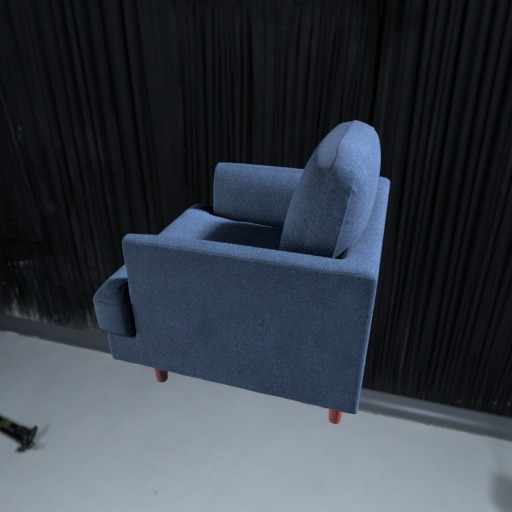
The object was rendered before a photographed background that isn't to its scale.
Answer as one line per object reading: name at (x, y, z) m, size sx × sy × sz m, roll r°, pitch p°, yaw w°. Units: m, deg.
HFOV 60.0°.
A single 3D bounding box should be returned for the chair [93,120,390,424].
chair at (0.000, 0.000, 1.687) m, size 0.899 × 0.957 × 0.858 m, roll 8°, pitch 30°, yaw 15°
